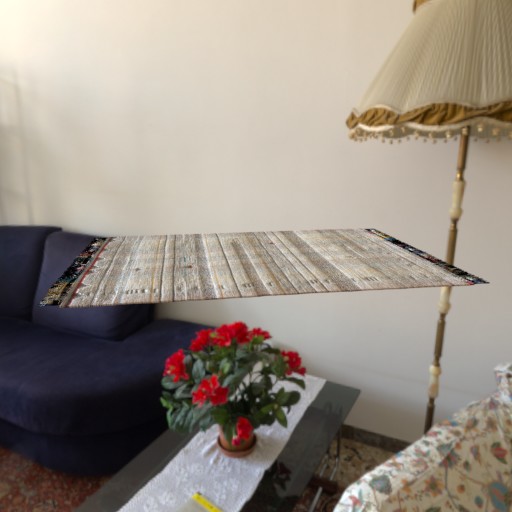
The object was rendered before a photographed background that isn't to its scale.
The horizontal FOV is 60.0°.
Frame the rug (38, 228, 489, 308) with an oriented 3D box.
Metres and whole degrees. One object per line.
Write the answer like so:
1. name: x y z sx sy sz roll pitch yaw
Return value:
1. rug: 0.000 0.000 2.314 1.848 0.012 1.217 -2 15 -9
